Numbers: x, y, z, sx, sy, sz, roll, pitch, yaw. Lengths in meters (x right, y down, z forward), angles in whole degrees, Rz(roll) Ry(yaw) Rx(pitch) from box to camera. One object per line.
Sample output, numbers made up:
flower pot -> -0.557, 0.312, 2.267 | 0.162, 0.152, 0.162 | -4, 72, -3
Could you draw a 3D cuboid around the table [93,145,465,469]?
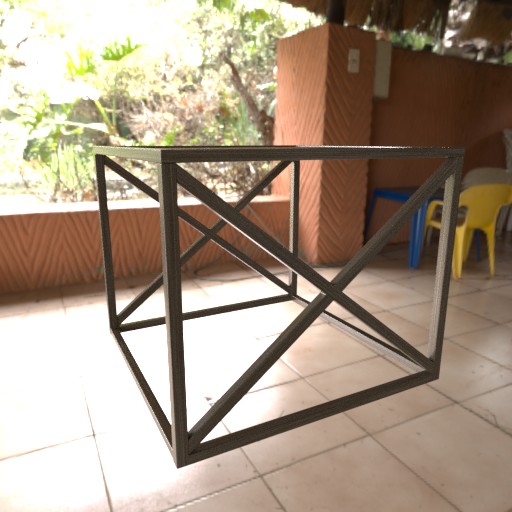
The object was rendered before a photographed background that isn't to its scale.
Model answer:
table -> 0.000, 0.000, 1.058 | 0.611, 0.507, 0.609 | -7, 16, -27
